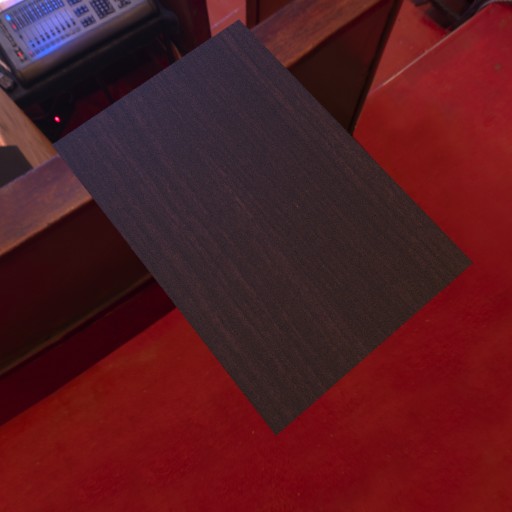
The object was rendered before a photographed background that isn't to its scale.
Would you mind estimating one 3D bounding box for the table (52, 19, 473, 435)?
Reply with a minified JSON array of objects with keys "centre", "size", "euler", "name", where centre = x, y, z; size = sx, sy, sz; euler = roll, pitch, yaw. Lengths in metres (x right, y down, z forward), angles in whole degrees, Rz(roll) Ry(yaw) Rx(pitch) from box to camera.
[{"centre":[0.000,0.000,1.065],"size":[0.406,0.711,0.591],"euler":[-38,79,-9],"name":"table"}]
